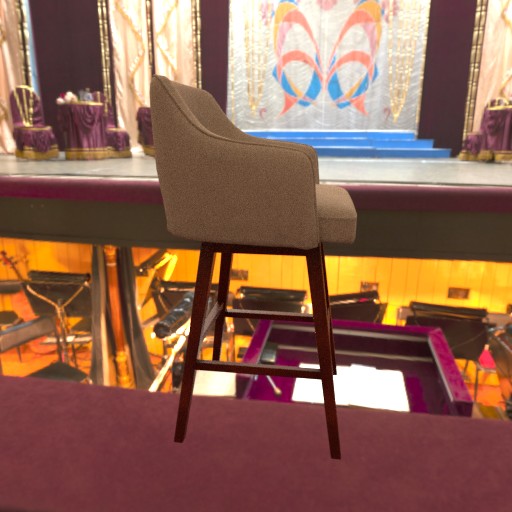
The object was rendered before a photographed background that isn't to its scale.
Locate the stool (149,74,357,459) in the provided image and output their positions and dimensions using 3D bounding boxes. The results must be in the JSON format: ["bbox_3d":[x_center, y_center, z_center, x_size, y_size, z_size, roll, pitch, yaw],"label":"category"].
[{"bbox_3d":[0.000,0.000,1.349,0.558,1.012,0.548,2,15,8],"label":"stool"}]
